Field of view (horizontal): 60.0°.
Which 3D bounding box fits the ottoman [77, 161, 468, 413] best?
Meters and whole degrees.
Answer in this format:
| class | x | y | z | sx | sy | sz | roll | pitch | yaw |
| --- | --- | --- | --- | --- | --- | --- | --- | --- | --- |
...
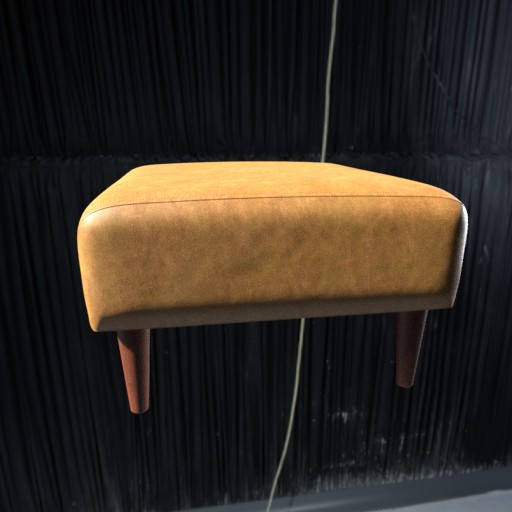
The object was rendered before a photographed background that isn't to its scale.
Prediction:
| class | x | y | z | sx | sy | sz | roll | pitch | yaw |
| --- | --- | --- | --- | --- | --- | --- | --- | --- | --- |
| ottoman | 0.000 | 0.000 | 1.025 | 0.650 | 0.399 | 0.650 | -3 | 16 | -9 |
